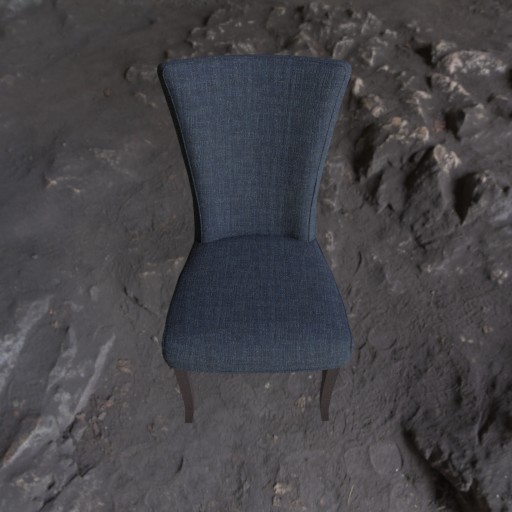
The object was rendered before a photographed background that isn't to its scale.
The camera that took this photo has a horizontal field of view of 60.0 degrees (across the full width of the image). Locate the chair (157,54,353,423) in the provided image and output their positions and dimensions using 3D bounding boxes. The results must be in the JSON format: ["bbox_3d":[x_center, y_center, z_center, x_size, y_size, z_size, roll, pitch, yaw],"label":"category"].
[{"bbox_3d":[0.000,0.000,1.357,0.520,0.991,0.660,-1,47,-1],"label":"chair"}]
